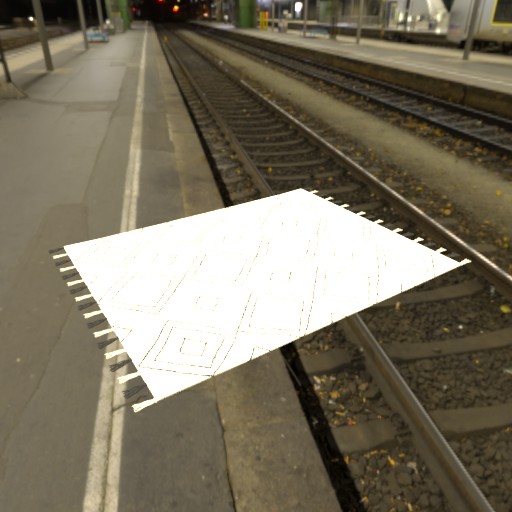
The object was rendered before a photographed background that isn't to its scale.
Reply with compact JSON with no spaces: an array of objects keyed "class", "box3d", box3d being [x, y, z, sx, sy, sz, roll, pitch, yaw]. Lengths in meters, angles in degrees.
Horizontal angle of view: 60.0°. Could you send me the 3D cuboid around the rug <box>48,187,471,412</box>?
[{"class":"rug","box3d":[0.000,0.000,4.149,3.221,0.026,2.342,-18,33,-29]}]
